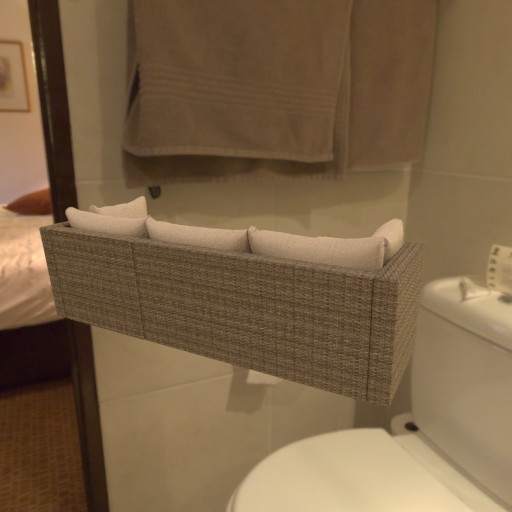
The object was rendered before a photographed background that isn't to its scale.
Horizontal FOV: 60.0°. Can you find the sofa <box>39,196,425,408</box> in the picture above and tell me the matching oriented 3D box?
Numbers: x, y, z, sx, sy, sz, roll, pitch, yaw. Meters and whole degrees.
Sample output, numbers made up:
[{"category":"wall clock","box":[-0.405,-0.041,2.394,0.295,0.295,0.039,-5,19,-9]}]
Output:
[{"category":"sofa","box":[0.000,0.000,3.033,2.192,0.766,1.662,8,18,27]}]
